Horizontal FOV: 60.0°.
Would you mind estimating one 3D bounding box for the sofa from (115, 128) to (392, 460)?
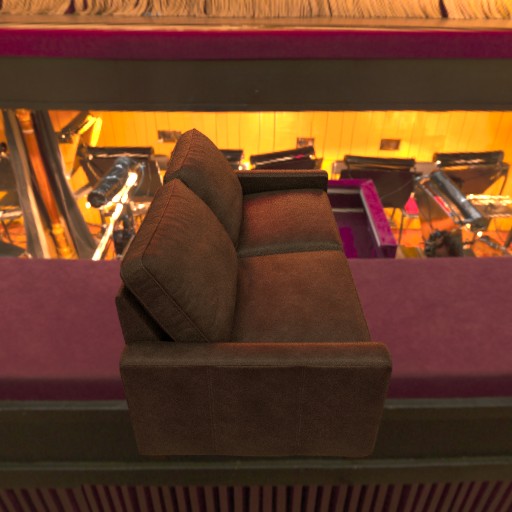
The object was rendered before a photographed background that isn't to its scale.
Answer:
[{"bbox_3d":[0.000,0.000,2.259,0.939,0.916,1.732,0,33,0],"label":"sofa"}]
